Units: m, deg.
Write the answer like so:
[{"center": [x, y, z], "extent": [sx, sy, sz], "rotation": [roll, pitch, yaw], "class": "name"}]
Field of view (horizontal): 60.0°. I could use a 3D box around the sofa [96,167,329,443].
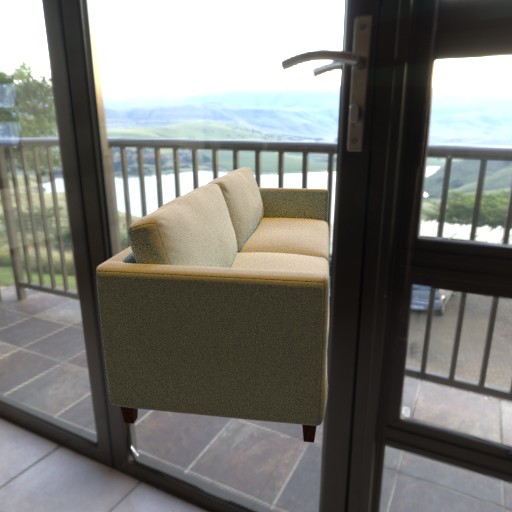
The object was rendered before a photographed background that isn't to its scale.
[{"center": [0.000, 0.000, 2.888], "extent": [0.948, 0.965, 2.434], "rotation": [3, 17, 8], "class": "sofa"}]
